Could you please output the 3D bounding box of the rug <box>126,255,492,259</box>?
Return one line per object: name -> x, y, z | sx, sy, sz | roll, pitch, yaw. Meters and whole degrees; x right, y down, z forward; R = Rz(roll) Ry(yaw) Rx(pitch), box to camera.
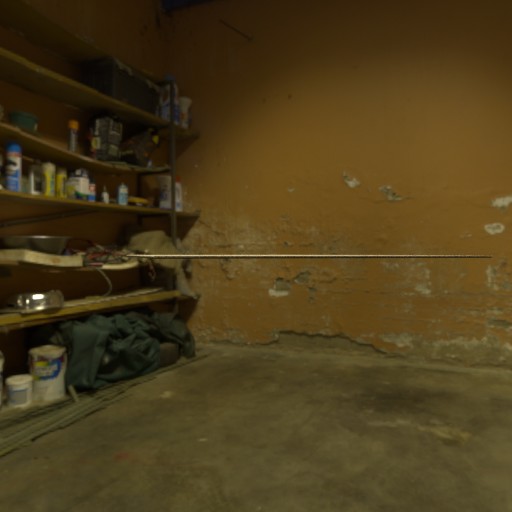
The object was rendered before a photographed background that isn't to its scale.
rug -> 0.000, 0.000, 2.302 | 1.219, 0.008, 1.829 | 0, 0, -19
